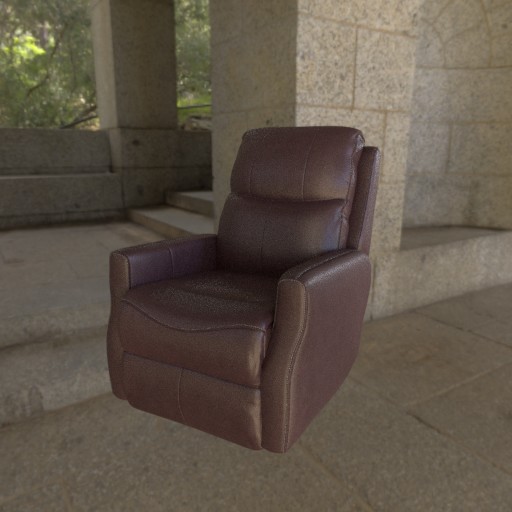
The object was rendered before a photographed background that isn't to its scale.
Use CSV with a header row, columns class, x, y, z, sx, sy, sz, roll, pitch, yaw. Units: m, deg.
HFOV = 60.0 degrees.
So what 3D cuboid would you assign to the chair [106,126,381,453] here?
class,x,y,z,sx,sy,sz,roll,pitch,yaw
chair,0.000,0.000,1.784,0.829,1.030,1.080,7,16,27
